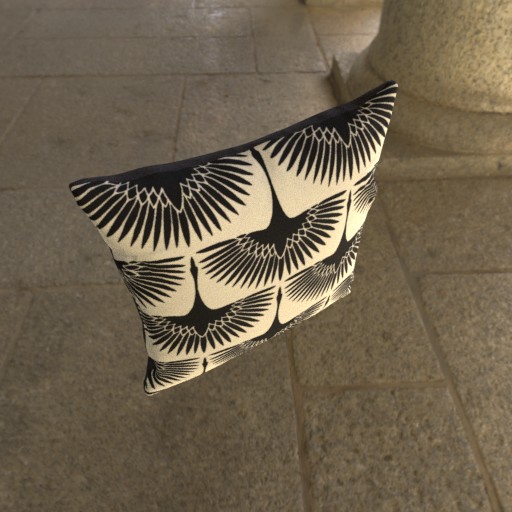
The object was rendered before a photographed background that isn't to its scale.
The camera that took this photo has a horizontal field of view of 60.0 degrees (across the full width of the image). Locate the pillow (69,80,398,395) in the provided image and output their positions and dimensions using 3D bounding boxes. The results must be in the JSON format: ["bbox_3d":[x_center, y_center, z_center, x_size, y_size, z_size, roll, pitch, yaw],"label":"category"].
[{"bbox_3d":[0.000,0.000,0.660,0.432,0.432,0.139,-24,51,-21],"label":"pillow"}]
